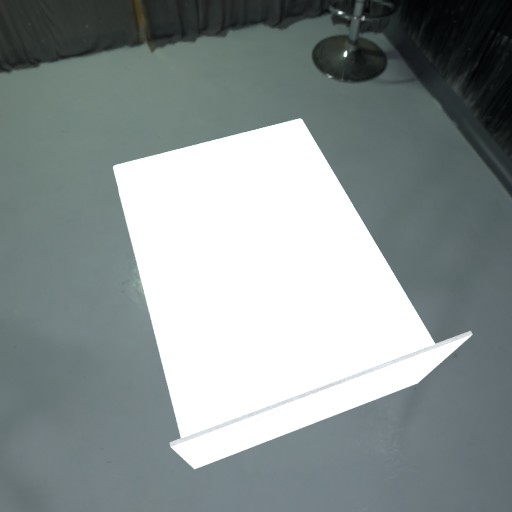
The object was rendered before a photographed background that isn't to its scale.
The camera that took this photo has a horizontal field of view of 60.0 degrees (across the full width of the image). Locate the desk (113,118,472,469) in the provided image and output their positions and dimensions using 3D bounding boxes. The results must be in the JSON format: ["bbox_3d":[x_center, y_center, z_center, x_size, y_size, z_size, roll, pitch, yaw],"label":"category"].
[{"bbox_3d":[0.000,0.000,2.686,1.400,0.800,1.900,-17,60,-10],"label":"desk"}]
